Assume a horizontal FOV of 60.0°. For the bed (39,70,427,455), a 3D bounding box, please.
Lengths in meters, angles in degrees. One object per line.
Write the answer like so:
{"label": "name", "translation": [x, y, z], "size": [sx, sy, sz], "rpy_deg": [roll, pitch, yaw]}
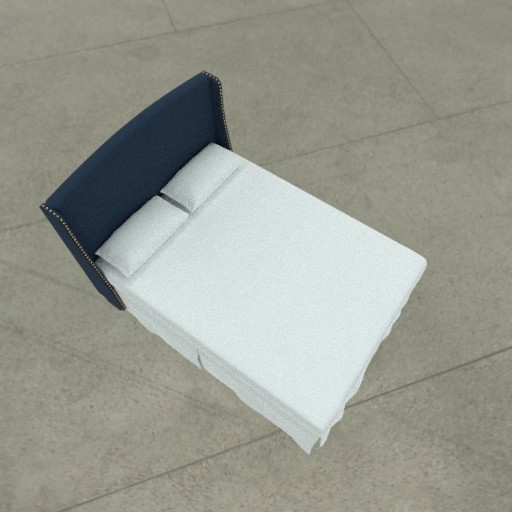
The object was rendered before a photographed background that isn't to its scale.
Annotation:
{"label": "bed", "translation": [0.000, 0.000, 3.259], "size": [2.223, 1.402, 1.604], "rpy_deg": [32, 65, 17]}
